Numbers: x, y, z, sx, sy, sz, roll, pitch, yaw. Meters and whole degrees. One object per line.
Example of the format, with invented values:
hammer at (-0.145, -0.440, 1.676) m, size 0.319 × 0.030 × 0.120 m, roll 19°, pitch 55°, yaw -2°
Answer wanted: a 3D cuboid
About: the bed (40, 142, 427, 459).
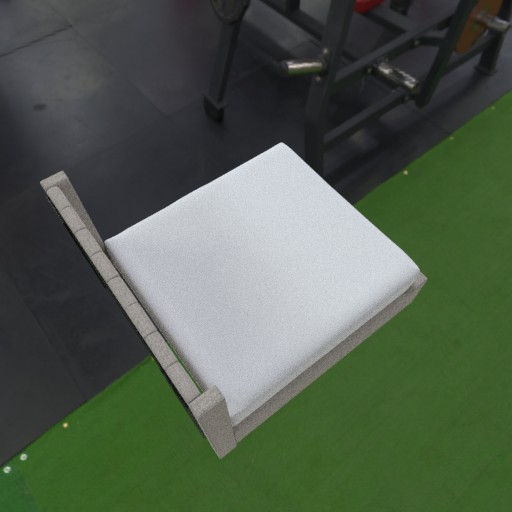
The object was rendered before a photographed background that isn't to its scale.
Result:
bed at (0.000, 0.000, 3.846) m, size 2.372 × 1.748 × 2.044 m, roll -33°, pitch 65°, yaw -18°
